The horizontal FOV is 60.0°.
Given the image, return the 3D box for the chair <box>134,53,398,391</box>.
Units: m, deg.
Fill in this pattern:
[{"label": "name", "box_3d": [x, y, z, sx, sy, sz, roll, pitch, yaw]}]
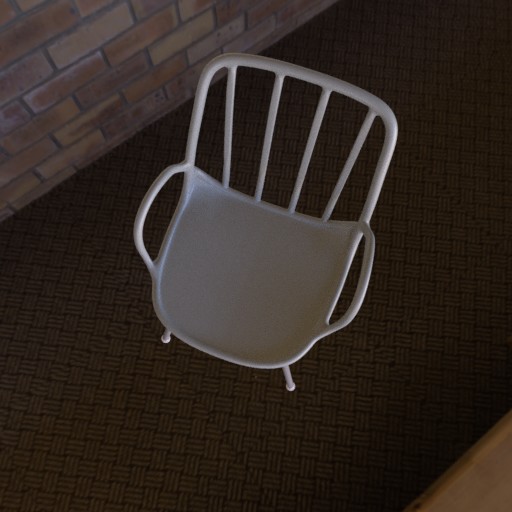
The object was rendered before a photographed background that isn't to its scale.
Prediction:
[{"label": "chair", "box_3d": [0.000, 0.000, 1.200, 0.549, 0.816, 0.597, 20, 76, 5]}]
